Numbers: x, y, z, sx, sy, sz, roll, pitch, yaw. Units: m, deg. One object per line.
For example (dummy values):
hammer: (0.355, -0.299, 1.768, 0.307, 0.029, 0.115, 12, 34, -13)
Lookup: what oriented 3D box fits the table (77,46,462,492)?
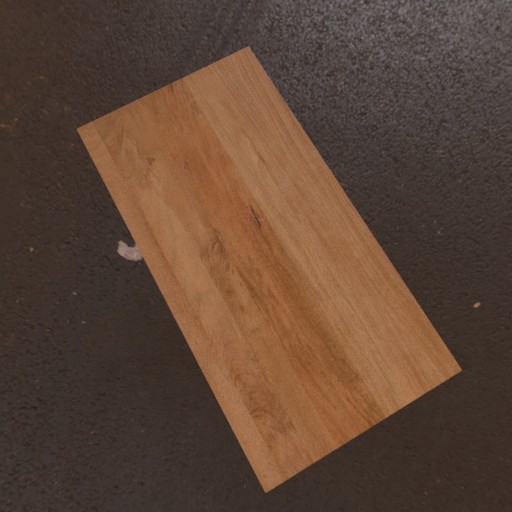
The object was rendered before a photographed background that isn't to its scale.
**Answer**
table: (0.000, 0.000, 1.662, 0.699, 0.400, 1.348, -29, 78, -7)
